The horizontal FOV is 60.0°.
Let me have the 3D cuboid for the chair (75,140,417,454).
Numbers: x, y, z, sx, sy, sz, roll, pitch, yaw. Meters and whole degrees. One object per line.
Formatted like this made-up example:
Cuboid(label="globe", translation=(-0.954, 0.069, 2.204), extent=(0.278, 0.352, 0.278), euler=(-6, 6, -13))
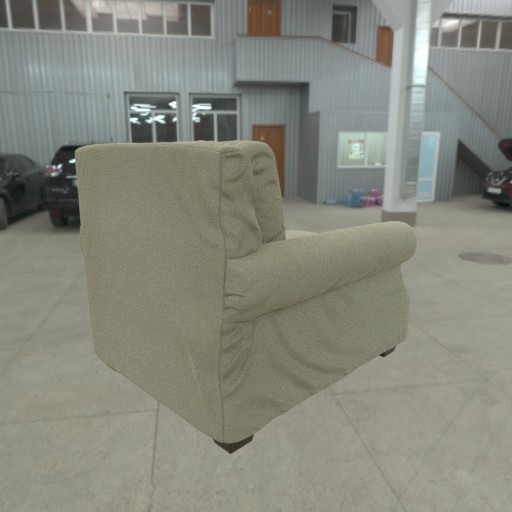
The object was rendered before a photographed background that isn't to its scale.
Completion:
Cuboid(label="chair", translation=(0.000, 0.000, 1.723), extent=(1.066, 0.866, 0.940), euler=(-13, 19, -43))
